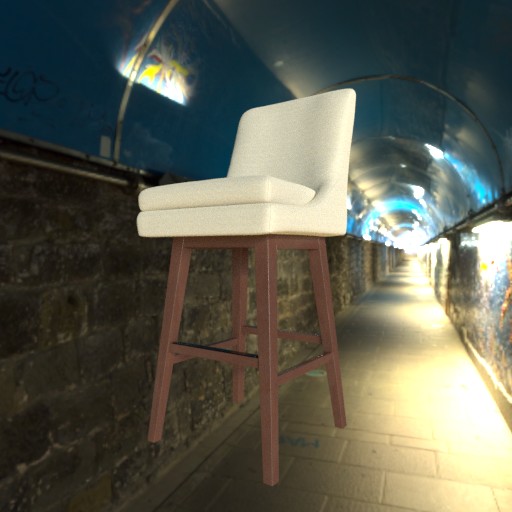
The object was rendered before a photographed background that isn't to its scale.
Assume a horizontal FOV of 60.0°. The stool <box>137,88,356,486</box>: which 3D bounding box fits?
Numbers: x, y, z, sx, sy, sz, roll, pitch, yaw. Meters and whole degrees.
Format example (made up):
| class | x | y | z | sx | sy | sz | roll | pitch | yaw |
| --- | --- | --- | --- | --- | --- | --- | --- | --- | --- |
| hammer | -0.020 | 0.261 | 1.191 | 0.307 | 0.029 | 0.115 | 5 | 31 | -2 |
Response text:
| class | x | y | z | sx | sy | sz | roll | pitch | yaw |
| --- | --- | --- | --- | --- | --- | --- | --- | --- | --- |
| stool | 0.000 | 0.000 | 1.373 | 0.483 | 1.093 | 0.559 | 1 | 1 | 35 |
